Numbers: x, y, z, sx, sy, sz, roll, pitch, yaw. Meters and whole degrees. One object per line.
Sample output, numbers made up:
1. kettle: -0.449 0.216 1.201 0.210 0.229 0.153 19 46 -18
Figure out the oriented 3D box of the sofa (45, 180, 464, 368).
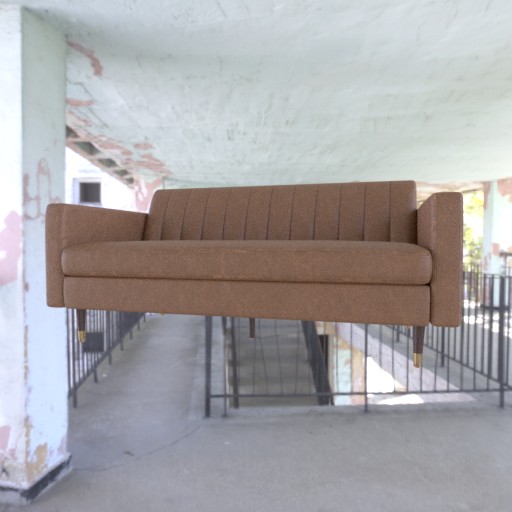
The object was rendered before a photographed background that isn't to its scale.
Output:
1. sofa: 0.000 0.000 2.278 1.847 0.821 0.993 1 2 16
